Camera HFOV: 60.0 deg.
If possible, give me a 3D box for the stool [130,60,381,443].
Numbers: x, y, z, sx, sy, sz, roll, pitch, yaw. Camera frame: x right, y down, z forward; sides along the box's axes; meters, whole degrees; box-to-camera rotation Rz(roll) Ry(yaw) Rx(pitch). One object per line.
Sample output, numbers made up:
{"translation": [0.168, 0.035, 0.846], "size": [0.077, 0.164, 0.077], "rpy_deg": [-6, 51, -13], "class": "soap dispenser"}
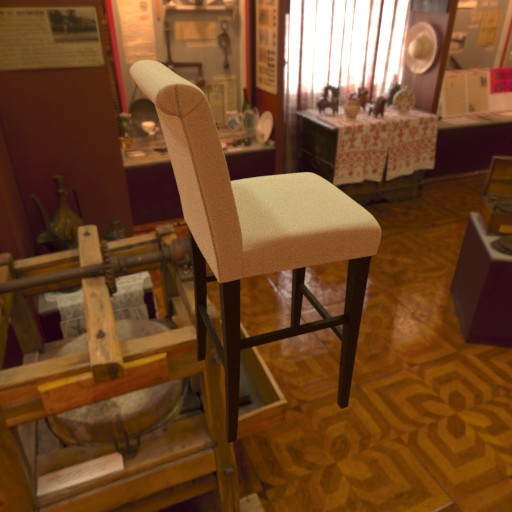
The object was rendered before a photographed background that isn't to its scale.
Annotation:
{"translation": [0.000, 0.000, 1.410], "size": [0.597, 1.124, 0.452], "rpy_deg": [-10, 31, -18], "class": "stool"}
